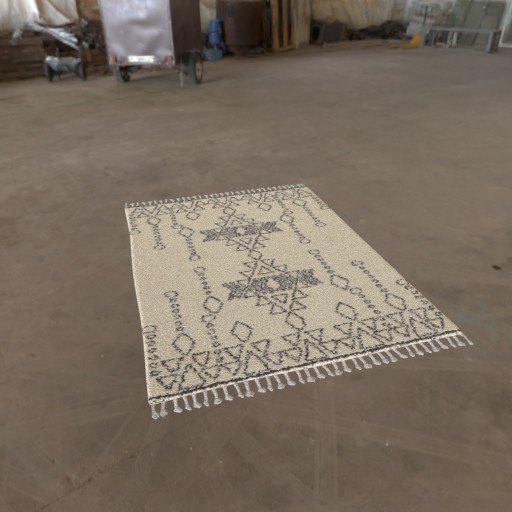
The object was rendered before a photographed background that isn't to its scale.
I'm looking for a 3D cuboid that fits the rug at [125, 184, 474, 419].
[{"bbox_3d":[0.000,0.000,3.926,2.125,0.028,3.027,-9,32,-15],"label":"rug"}]
